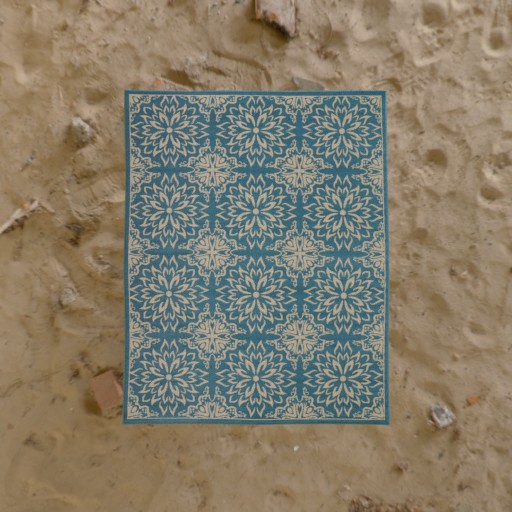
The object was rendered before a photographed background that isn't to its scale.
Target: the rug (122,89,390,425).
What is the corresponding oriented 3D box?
[{"bbox_3d":[0.000,0.000,3.916,2.350,0.018,2.964,0,89,0],"label":"rug"}]
